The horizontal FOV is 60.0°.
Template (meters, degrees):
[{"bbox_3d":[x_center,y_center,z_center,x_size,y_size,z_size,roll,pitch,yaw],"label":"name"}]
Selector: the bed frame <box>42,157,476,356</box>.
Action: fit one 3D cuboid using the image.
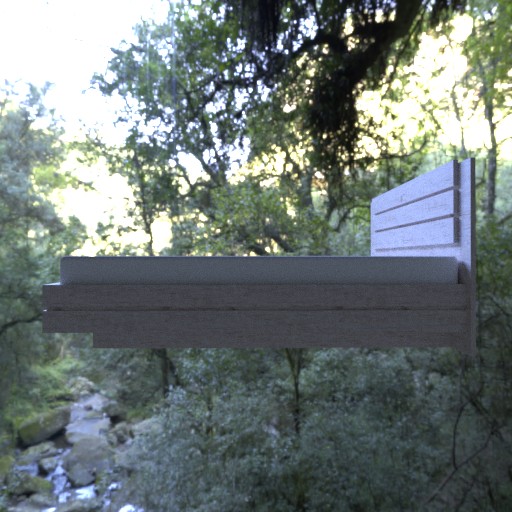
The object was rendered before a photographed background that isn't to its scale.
[{"bbox_3d":[0.000,0.000,2.983,2.080,0.970,1.750,0,0,-1],"label":"bed frame"}]
